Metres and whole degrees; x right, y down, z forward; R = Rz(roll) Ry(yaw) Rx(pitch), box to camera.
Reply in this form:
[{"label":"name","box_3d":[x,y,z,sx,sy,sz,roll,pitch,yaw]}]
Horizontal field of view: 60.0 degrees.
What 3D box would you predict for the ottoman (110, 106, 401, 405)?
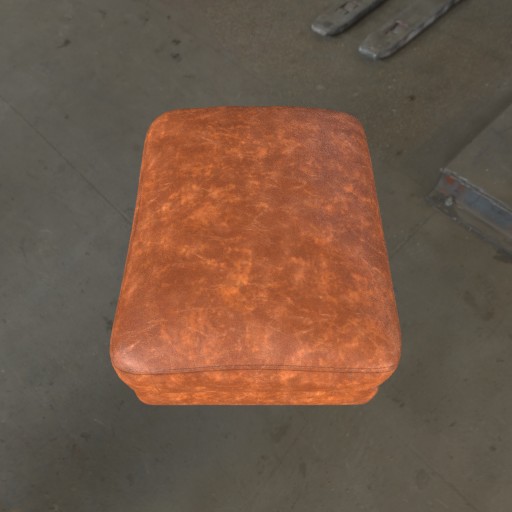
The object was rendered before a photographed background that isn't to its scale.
[{"label":"ottoman","box_3d":[0.000,0.000,1.290,0.657,0.562,0.832,0,59,0]}]
